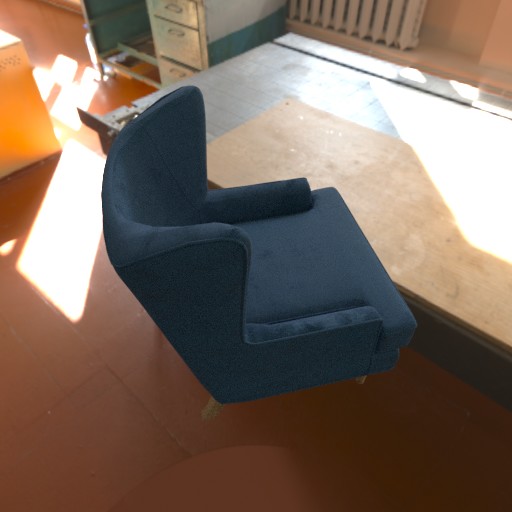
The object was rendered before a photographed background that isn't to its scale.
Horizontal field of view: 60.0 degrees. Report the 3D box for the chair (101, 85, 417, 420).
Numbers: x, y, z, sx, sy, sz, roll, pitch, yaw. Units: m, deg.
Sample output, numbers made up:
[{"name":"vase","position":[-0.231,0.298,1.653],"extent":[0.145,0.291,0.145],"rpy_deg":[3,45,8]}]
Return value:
[{"name":"chair","position":[0.000,0.000,1.584],"extent":[0.910,0.952,0.793],"rpy_deg":[-10,46,-9]}]
